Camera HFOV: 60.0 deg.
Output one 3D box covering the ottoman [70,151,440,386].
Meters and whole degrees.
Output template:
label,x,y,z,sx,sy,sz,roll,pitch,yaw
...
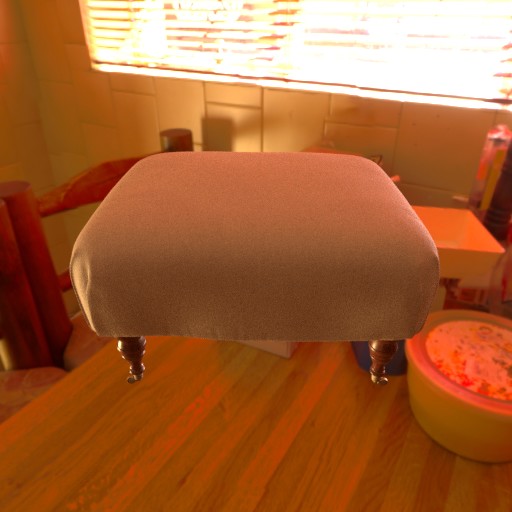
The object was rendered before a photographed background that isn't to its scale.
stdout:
label,x,y,z,sx,sy,sz,roll,pitch,yaw
ottoman,0.000,0.000,1.151,0.746,0.450,0.622,0,29,1
